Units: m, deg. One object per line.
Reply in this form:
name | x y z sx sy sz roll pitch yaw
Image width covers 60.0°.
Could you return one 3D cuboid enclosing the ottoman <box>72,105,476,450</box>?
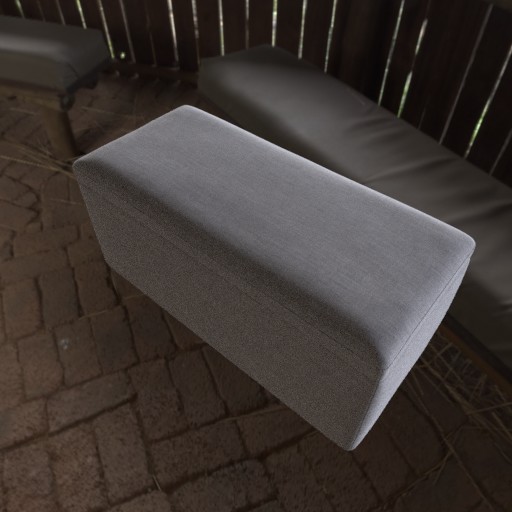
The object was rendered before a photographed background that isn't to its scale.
ottoman | 0.000 0.000 1.146 0.902 0.432 0.419 32 55 26
